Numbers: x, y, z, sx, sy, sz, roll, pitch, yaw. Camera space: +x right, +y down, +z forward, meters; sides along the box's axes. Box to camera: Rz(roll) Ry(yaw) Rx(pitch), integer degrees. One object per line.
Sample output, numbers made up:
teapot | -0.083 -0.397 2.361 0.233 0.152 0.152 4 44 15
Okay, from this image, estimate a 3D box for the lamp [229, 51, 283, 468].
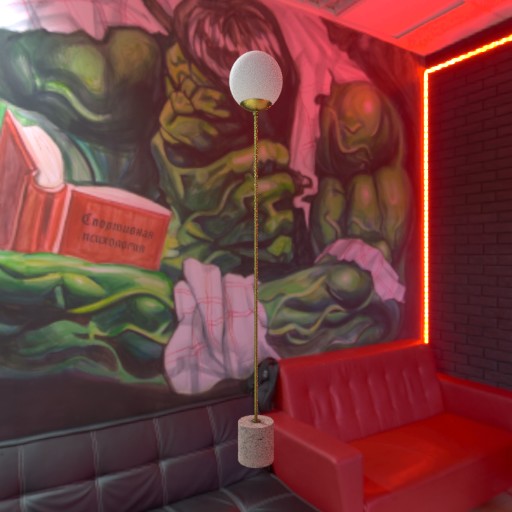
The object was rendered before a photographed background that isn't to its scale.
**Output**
lamp | 0.000 0.000 1.907 0.229 1.748 0.229 0 0 0
